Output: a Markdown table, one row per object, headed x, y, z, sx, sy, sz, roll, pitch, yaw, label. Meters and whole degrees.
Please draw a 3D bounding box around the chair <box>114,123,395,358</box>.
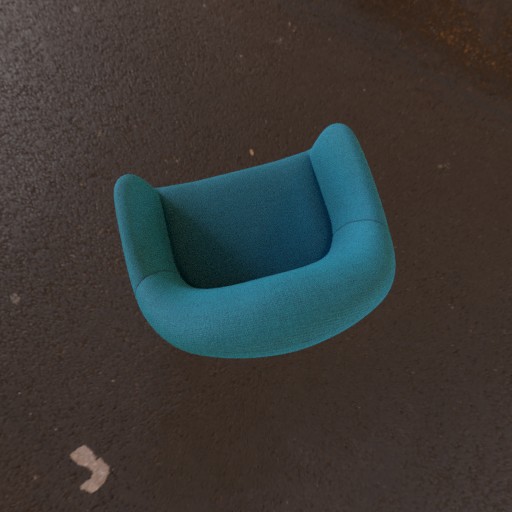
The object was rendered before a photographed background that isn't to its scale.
| x | y | z | sx | sy | sz | roll | pitch | yaw | label |
| --- | --- | --- | --- | --- | --- | --- | --- | --- | --- |
| 0.000 | 0.000 | 1.201 | 0.590 | 0.795 | 0.550 | -15 | 76 | -4 | chair |
